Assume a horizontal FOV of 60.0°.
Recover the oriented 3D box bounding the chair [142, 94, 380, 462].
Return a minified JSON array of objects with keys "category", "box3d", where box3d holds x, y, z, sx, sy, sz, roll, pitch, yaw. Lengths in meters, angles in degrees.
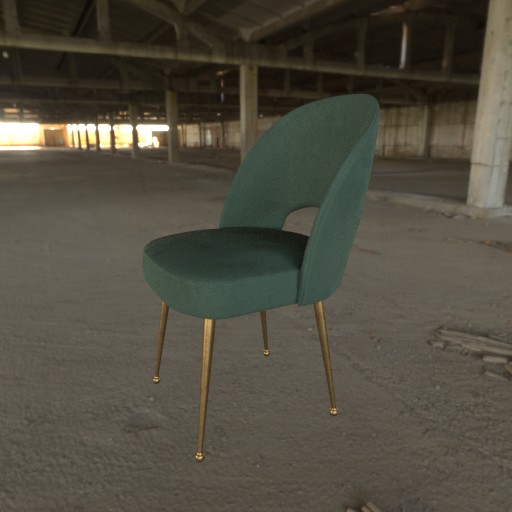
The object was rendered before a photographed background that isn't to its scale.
[{"category":"chair","box3d":[0.000,0.000,1.222,0.577,0.860,0.527,-8,17,-26]}]
